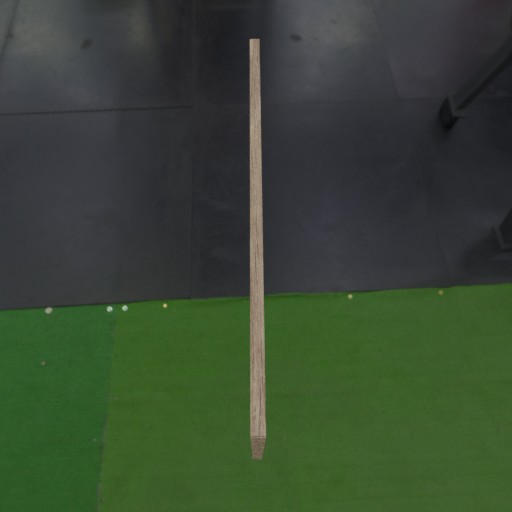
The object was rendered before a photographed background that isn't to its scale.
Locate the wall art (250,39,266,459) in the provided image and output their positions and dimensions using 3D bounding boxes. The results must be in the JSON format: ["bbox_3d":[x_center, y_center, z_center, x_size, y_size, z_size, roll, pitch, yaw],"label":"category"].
[{"bbox_3d":[0.000,0.000,0.963,0.021,0.480,0.780,0,62,0],"label":"wall art"}]
